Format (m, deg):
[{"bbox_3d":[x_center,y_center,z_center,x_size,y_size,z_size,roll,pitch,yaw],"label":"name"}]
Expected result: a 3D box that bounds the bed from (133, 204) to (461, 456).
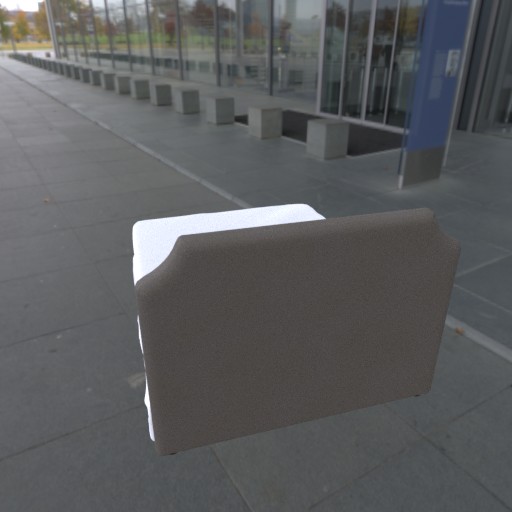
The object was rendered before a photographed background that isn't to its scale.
[{"bbox_3d":[0.000,0.000,3.943,2.194,1.561,2.536,-7,27,-15],"label":"bed"}]
